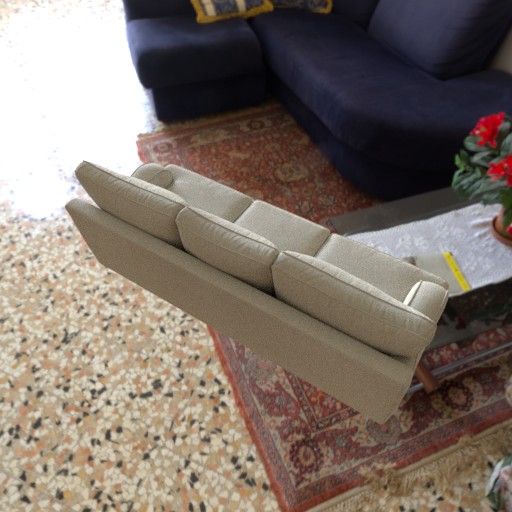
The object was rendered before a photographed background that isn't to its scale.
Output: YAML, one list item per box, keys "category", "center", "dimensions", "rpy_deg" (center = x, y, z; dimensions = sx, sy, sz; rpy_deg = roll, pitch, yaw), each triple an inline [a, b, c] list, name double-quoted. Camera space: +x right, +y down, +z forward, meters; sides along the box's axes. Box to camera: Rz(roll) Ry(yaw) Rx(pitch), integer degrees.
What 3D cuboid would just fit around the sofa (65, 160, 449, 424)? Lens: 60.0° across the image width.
- category: "sofa"
  center: [0.000, 0.000, 2.910]
  dimensions: [2.323, 0.991, 1.016]
  rpy_deg: [26, 53, 21]
